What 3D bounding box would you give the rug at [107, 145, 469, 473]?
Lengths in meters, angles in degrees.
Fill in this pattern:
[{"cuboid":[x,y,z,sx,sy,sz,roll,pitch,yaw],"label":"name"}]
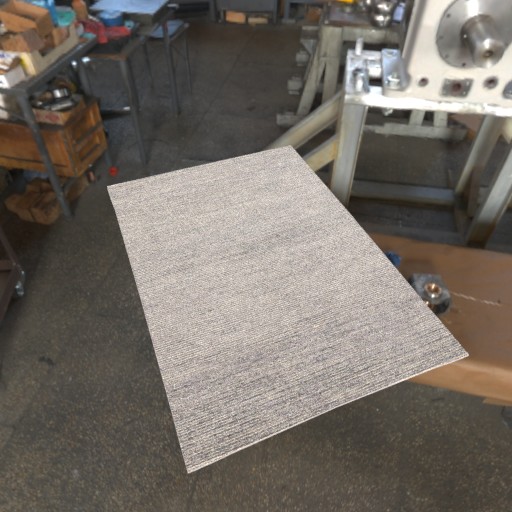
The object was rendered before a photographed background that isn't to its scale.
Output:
[{"cuboid":[0.000,0.000,2.958,1.604,0.030,2.307,-16,48,-15],"label":"rug"}]
